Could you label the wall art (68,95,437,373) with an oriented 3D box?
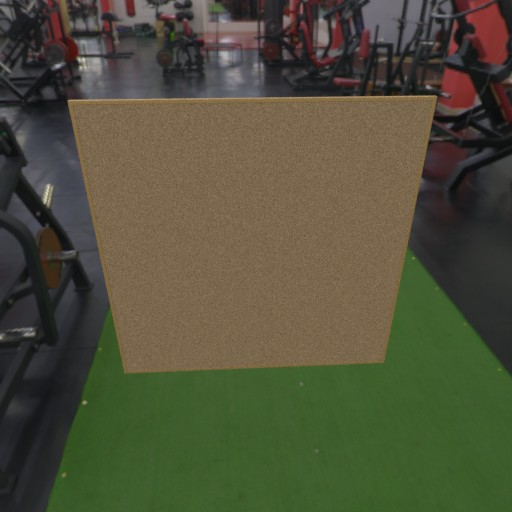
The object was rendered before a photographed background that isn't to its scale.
[{"bbox_3d":[0.000,0.000,1.403,0.962,0.959,0.013,-2,31,-3],"label":"wall art"}]
